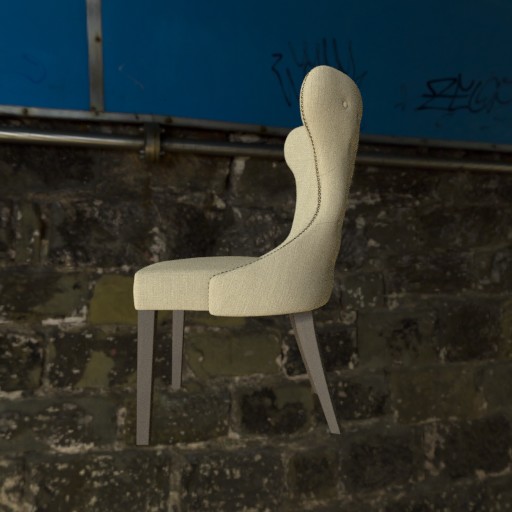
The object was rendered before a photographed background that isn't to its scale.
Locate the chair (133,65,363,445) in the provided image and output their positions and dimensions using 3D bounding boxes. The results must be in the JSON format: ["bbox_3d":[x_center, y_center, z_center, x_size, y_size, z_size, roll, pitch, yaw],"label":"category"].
[{"bbox_3d":[0.000,0.000,1.392,0.635,0.967,0.628,0,0,0],"label":"chair"}]
